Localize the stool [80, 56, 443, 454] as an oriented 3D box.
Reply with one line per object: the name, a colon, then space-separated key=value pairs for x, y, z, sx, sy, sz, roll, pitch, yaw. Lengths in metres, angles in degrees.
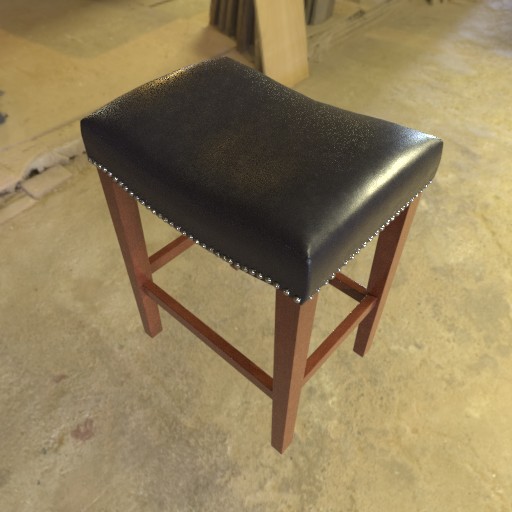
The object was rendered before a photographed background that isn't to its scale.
stool: x=0.000 y=0.000 z=0.944 sx=0.504 sy=0.654 sz=0.372 roll=33 pitch=55 yaw=28
